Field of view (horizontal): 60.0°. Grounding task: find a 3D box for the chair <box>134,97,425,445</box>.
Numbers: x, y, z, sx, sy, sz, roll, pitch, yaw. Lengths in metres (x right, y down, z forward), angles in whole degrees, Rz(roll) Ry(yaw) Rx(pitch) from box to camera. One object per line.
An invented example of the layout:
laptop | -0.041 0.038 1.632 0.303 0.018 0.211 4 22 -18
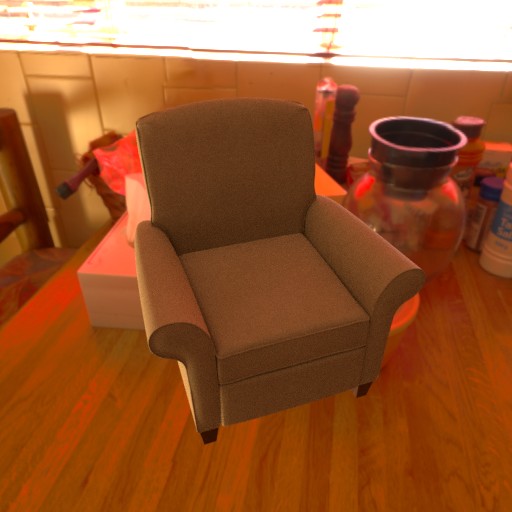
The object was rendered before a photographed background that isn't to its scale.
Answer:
chair | 0.000 0.000 1.817 0.978 1.061 0.905 -11 35 -16
